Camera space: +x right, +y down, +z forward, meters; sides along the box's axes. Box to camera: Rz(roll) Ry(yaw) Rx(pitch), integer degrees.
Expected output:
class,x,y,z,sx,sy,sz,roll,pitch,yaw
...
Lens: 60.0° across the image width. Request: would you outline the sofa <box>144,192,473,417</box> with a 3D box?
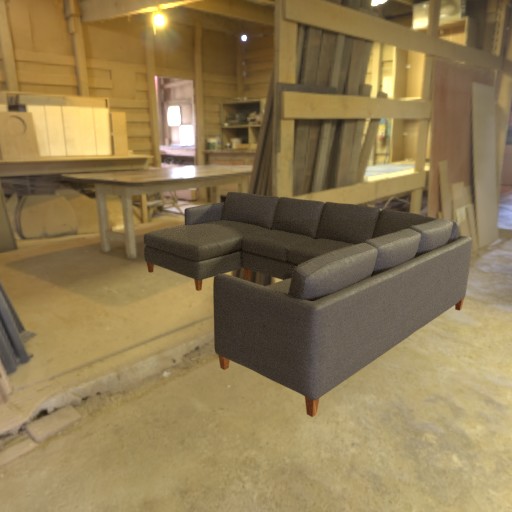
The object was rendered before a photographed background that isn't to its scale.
class,x,y,z,sx,sy,sz,roll,pitch,yaw
sofa,0.000,0.000,4.643,3.460,0.961,2.594,15,21,42
